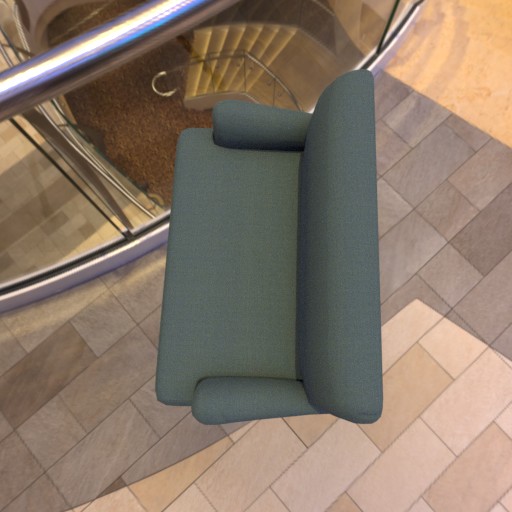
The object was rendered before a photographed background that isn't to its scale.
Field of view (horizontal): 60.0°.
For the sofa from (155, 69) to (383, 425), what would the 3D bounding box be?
[{"bbox_3d":[0.000,0.000,1.822,0.779,0.889,1.297,2,76,1],"label":"sofa"}]
